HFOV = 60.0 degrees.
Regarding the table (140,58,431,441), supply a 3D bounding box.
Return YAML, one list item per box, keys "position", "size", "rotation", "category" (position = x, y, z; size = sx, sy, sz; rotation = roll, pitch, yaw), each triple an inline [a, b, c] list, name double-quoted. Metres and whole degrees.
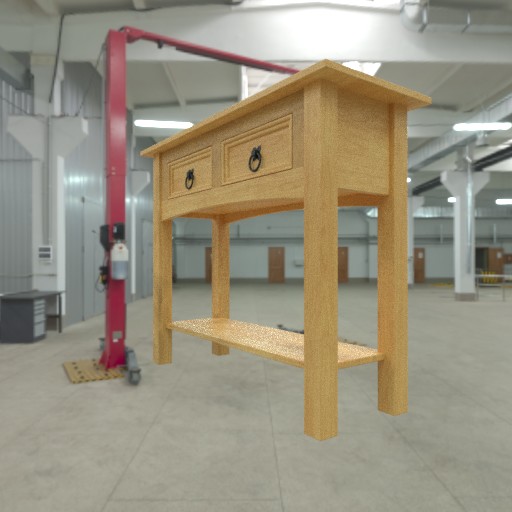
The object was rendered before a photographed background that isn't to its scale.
- position: [0.000, 0.000, 1.277]
  size: [0.340, 0.728, 0.900]
  rotation: [0, 0, -36]
  category: "table"
